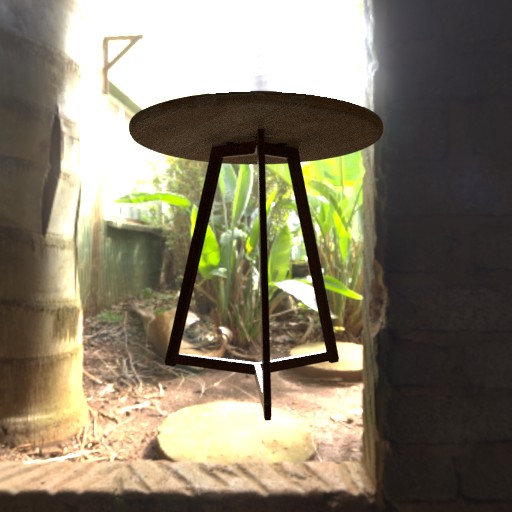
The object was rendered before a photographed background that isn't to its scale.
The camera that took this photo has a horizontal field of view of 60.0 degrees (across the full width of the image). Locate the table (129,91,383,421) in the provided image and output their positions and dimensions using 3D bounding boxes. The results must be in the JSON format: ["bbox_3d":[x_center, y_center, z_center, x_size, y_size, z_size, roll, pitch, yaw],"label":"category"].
[{"bbox_3d":[0.000,0.000,0.910,0.500,0.500,0.500,0,1,0],"label":"table"}]
